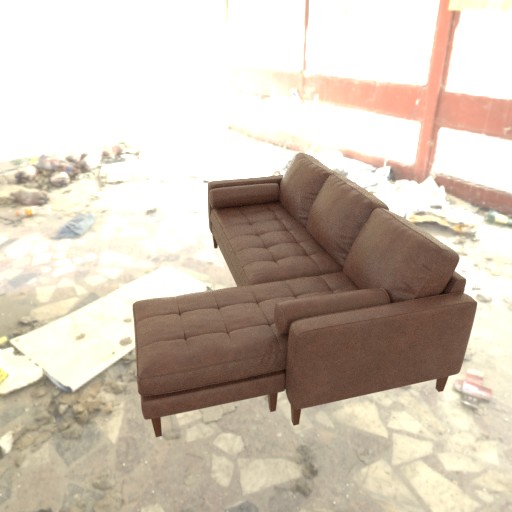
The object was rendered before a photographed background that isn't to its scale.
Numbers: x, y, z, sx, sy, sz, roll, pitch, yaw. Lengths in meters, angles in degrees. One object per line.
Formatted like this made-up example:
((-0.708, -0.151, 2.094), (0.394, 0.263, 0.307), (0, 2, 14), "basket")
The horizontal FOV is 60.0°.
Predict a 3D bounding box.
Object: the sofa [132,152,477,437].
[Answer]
((0.000, 0.000, 2.908), (1.613, 0.841, 2.185), (-7, 28, -14), "sofa")
